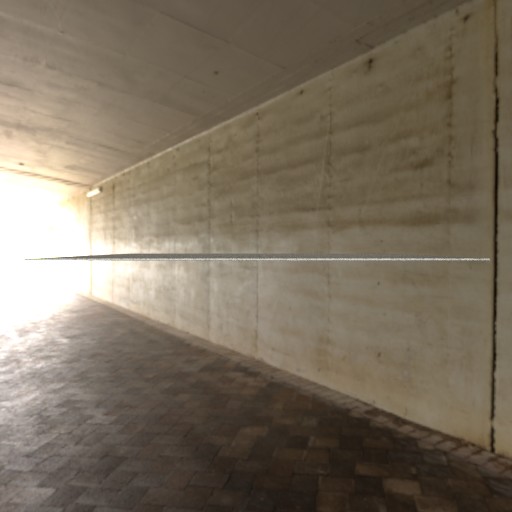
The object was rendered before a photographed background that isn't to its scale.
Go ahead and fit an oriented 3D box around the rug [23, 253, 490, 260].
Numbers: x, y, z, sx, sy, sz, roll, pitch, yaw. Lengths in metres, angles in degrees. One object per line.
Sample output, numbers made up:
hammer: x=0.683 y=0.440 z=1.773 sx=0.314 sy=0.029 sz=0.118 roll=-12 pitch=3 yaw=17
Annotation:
rug: x=0.000 y=0.000 z=4.109 sx=3.061 sy=0.014 sz=2.447 roll=0 pitch=1 yaw=0
